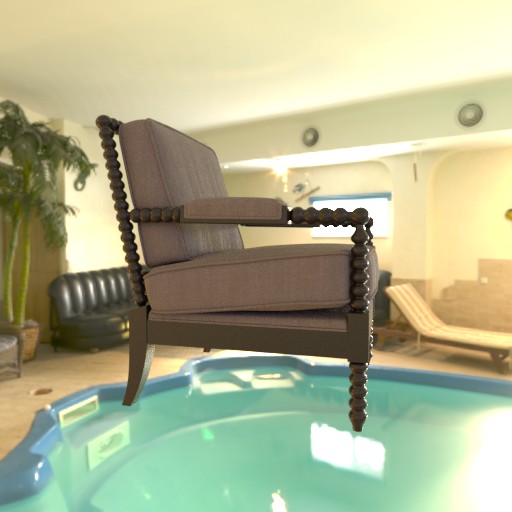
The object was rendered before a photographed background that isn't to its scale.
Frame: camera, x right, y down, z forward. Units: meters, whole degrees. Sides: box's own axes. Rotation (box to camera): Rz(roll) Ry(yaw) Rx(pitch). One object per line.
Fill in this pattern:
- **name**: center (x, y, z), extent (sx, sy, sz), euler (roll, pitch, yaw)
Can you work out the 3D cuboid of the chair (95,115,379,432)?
- **chair**: center (0.000, 0.000, 1.160), extent (0.622, 0.661, 0.540), euler (1, 3, 16)
